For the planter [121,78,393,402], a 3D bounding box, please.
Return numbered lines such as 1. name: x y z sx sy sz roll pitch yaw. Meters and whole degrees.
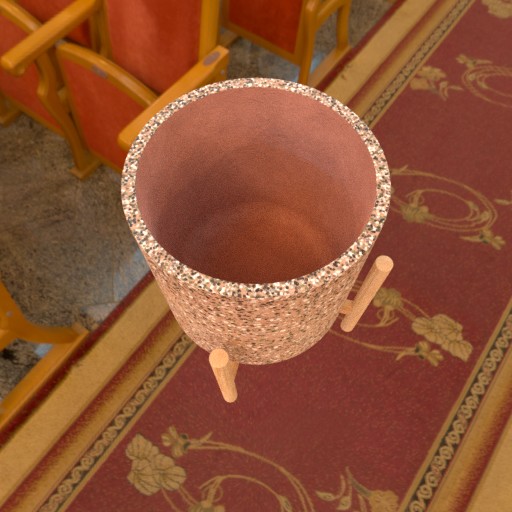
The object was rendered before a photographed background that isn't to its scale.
1. planter: 0.000 0.000 0.689 0.360 0.419 0.360 34 68 16
